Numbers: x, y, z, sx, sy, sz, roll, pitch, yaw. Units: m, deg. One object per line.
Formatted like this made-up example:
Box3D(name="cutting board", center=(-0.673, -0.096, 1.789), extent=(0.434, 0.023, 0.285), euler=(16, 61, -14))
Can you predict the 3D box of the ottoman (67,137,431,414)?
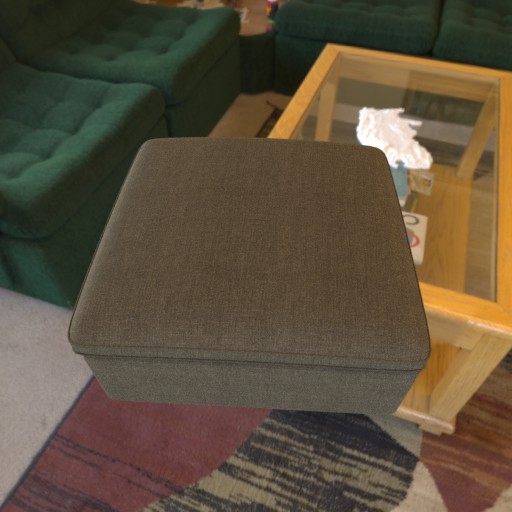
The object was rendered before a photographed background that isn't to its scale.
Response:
Box3D(name="ottoman", center=(0.000, 0.000, 1.723), extent=(1.067, 0.559, 1.067), euler=(2, 48, 2))
